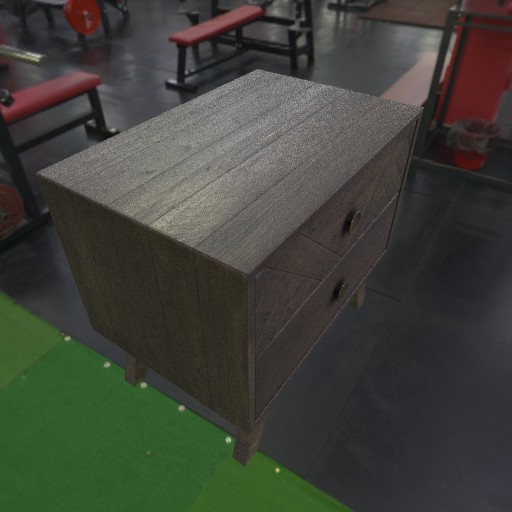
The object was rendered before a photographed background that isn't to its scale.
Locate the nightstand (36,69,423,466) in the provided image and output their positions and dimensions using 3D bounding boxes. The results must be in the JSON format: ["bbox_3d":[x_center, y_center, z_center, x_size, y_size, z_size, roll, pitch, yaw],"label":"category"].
[{"bbox_3d":[0.000,0.000,1.040,0.450,0.599,0.650,25,46,26],"label":"nightstand"}]
